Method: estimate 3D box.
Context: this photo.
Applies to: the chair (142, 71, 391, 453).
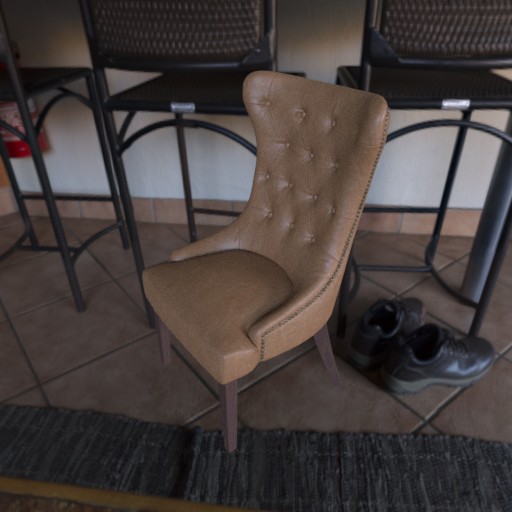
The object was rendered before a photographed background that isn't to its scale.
[{"bbox_3d":[0.000,0.000,1.498,0.669,1.065,0.611,-21,37,-30],"label":"chair"}]
